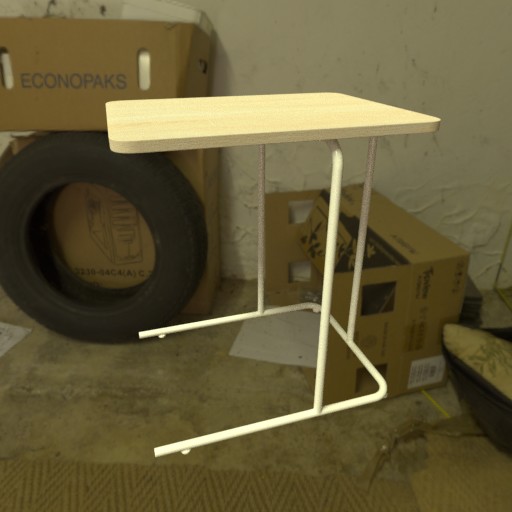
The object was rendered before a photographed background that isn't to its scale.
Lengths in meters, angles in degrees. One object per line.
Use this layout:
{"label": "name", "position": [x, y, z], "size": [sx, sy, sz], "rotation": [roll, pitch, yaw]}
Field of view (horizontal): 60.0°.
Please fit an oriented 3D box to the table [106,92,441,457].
{"label": "table", "position": [0.000, 0.000, 0.868], "size": [0.480, 0.550, 0.370], "rotation": [-8, 28, -16]}
